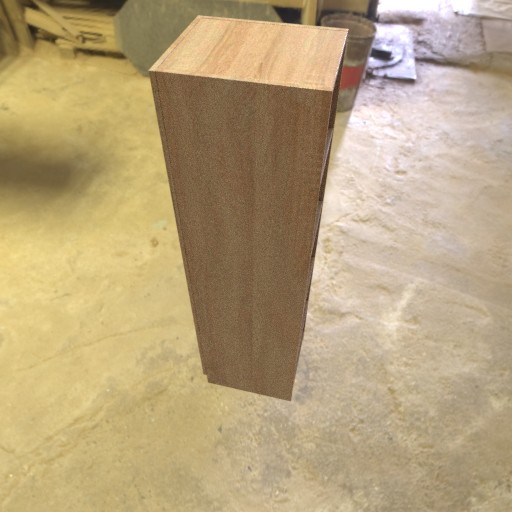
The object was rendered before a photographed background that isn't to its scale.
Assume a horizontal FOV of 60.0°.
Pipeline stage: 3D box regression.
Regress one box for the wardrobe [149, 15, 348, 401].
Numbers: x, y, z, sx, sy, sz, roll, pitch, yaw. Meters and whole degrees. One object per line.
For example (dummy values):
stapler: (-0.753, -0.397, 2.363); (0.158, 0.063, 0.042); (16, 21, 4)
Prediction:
wardrobe: (0.000, 0.000, 2.309); (0.588, 2.117, 0.496); (10, 48, 9)
